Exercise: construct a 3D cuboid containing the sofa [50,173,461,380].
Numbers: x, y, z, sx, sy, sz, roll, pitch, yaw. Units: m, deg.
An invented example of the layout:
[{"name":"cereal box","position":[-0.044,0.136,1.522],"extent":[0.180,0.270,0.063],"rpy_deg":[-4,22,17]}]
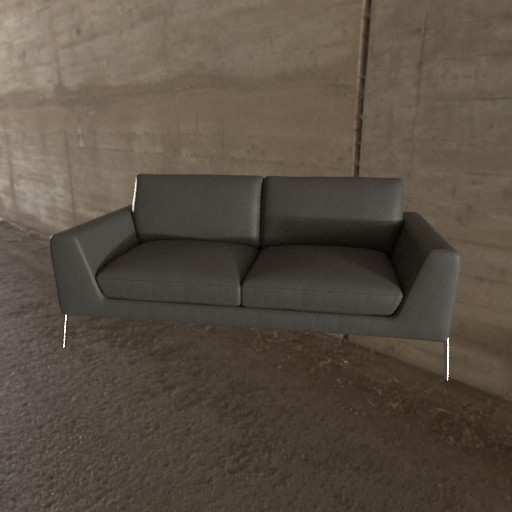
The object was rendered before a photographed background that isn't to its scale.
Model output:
[{"name":"sofa","position":[0.000,0.000,2.589],"extent":[2.017,0.875,0.953],"rpy_deg":[3,16,9]}]
